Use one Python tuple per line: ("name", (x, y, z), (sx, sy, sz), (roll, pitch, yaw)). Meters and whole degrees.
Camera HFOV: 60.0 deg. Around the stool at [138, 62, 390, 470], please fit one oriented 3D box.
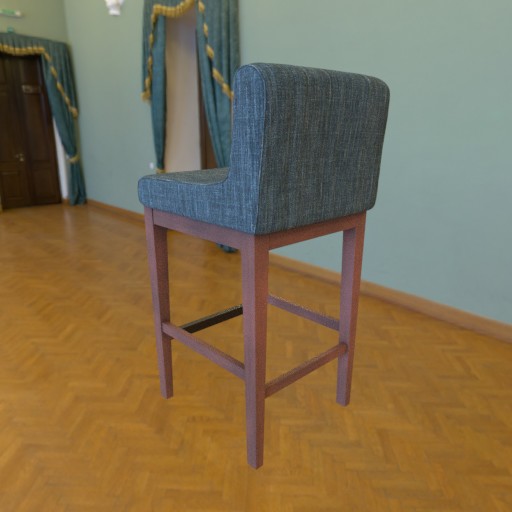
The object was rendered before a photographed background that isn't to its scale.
("stool", (0.000, 0.000, 1.104), (0.395, 0.835, 0.459), (-15, 22, -41))
